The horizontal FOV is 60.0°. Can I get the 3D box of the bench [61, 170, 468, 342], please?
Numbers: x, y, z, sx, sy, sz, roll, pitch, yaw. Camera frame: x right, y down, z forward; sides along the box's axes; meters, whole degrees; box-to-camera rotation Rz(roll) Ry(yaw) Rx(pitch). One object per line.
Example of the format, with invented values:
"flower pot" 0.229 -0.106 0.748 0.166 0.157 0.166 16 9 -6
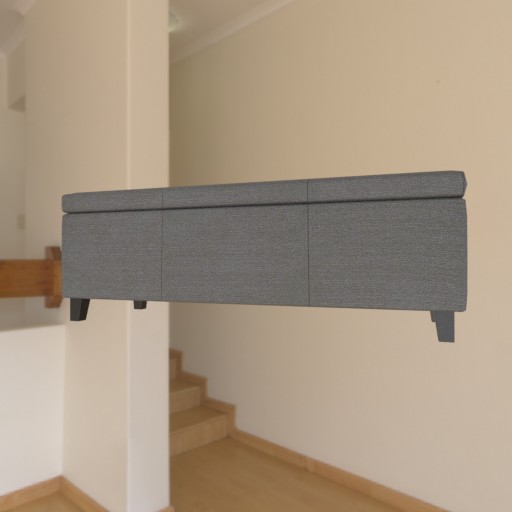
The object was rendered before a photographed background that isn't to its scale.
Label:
"bench" 0.000 0.000 1.494 1.269 0.438 0.446 0 0 19
